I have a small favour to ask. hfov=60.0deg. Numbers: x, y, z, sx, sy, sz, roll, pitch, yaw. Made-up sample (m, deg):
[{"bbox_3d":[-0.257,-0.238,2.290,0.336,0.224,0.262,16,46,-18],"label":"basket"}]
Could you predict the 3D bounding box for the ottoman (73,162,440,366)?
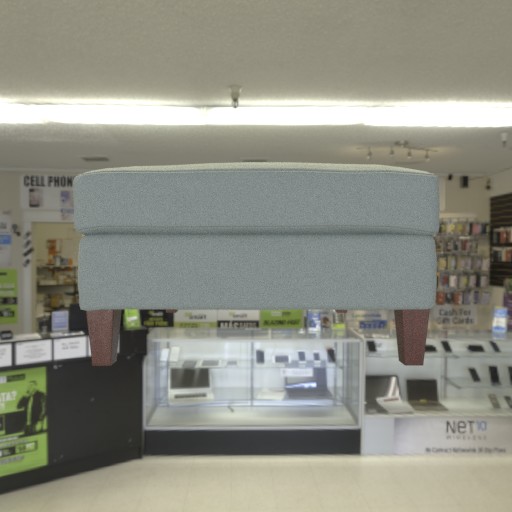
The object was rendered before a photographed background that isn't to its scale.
[{"bbox_3d":[0.000,0.000,1.470,0.842,0.494,0.991,0,1,0],"label":"ottoman"}]
